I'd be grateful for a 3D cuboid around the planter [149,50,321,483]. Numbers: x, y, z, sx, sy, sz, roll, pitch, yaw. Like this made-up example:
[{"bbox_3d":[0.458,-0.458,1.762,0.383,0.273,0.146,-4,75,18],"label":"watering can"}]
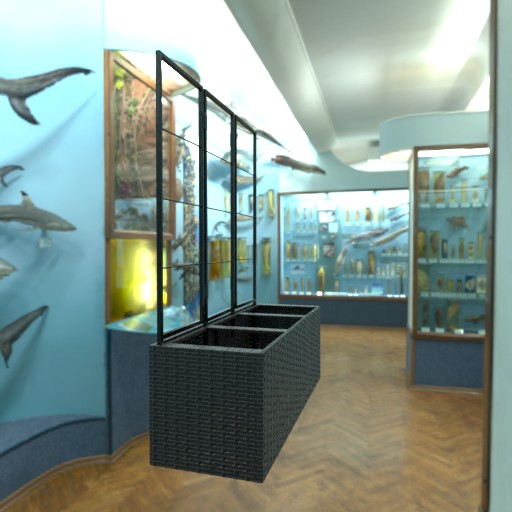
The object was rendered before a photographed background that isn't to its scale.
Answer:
[{"bbox_3d":[0.000,0.000,1.189,0.244,0.841,0.699,0,1,17],"label":"planter"}]
